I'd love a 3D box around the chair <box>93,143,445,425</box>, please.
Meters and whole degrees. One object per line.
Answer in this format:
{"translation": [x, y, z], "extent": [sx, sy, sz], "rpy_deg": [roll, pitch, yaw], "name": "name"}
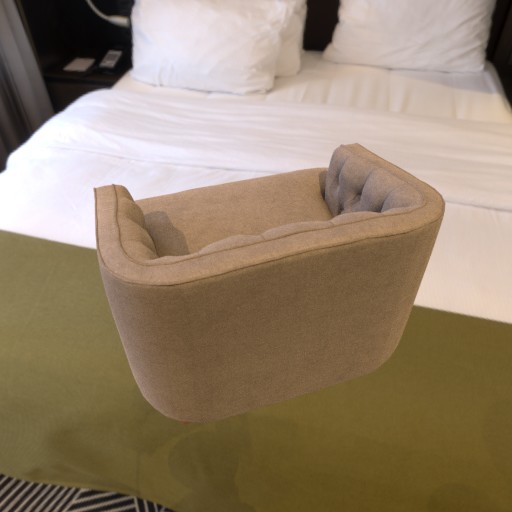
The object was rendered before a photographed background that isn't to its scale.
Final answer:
{"translation": [0.000, 0.000, 1.738], "extent": [1.104, 0.852, 0.941], "rpy_deg": [-13, 44, -13], "name": "chair"}
